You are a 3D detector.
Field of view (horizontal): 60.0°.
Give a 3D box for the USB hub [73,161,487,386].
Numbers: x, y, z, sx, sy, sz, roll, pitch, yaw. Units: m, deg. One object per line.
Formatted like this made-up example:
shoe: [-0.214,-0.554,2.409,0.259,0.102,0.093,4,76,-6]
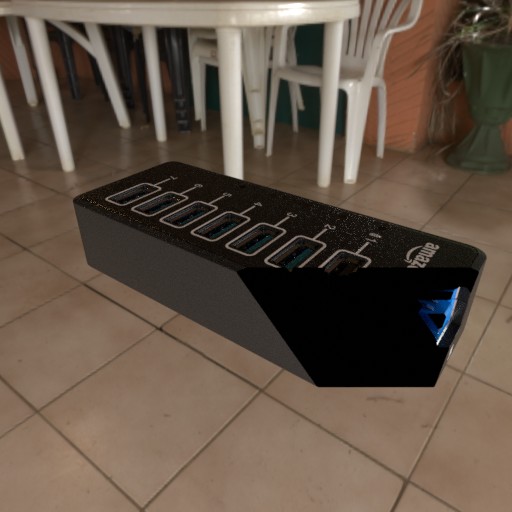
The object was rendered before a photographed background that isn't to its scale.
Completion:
USB hub: [0.000,0.000,0.126,0.110,0.023,0.044,21,37,31]
